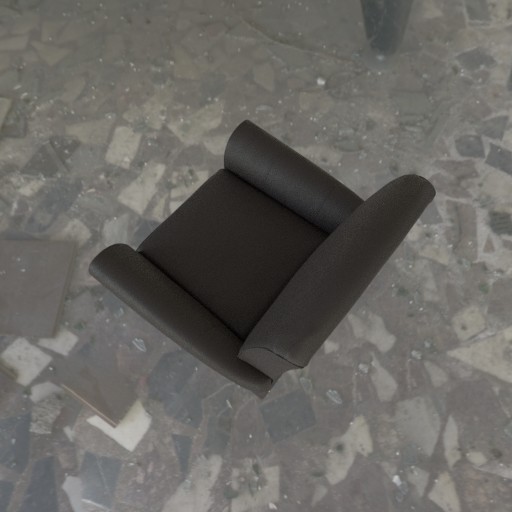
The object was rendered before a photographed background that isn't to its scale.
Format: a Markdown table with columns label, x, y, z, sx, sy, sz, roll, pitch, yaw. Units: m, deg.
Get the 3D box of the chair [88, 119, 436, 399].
| label | x | y | z | sx | sy | sz | roll | pitch | yaw |
| --- | --- | --- | --- | --- | --- | --- | --- | --- | --- |
| chair | 0.000 | 0.000 | 1.810 | 0.902 | 1.061 | 0.978 | 36 | 69 | 16 |
